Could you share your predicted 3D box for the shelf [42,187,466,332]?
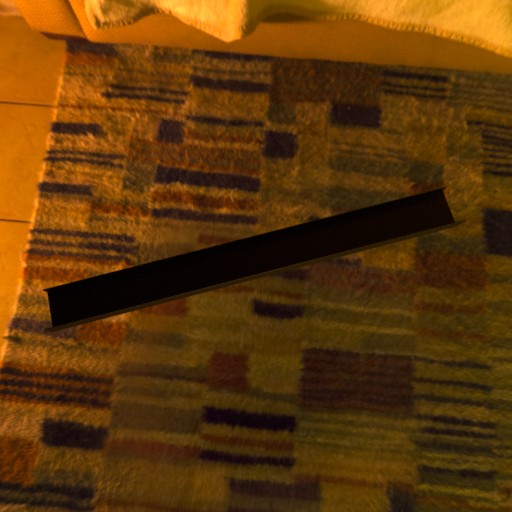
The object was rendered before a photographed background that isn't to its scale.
[{"bbox_3d":[0.000,0.000,0.969,0.924,0.049,0.092,-14,76,-4],"label":"shelf"}]
